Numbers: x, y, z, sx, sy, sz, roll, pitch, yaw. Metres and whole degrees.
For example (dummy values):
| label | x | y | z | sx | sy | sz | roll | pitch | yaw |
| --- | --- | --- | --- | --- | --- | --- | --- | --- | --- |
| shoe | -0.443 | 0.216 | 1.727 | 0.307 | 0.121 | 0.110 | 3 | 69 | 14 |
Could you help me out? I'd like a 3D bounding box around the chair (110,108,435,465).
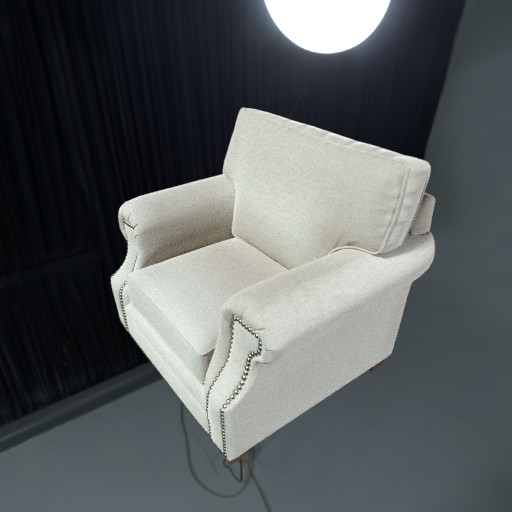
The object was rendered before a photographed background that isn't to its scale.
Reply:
| label | x | y | z | sx | sy | sz | roll | pitch | yaw |
| --- | --- | --- | --- | --- | --- | --- | --- | --- | --- |
| chair | 0.000 | 0.000 | 1.823 | 0.965 | 0.961 | 1.092 | -21 | 37 | -31 |
